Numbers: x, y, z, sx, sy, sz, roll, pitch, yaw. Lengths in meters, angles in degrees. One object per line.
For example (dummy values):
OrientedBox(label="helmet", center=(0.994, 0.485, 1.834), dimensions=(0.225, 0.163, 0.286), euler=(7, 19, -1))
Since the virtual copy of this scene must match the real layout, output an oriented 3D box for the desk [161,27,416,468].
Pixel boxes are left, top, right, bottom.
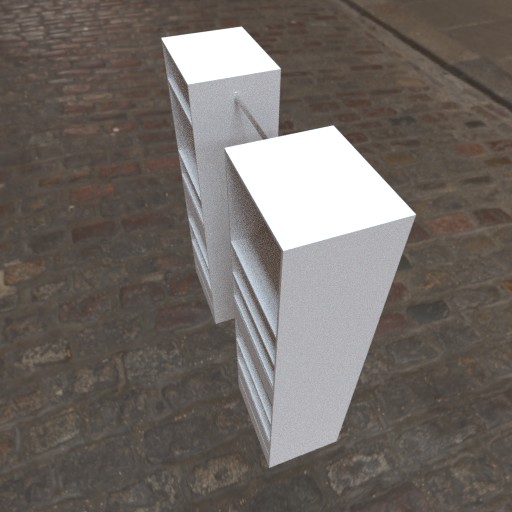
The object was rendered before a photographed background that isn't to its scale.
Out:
OrientedBox(label="desk", center=(0.000, 0.000, 2.717), dimensions=(0.480, 2.000, 1.770), euler=(-15, 49, -14))
